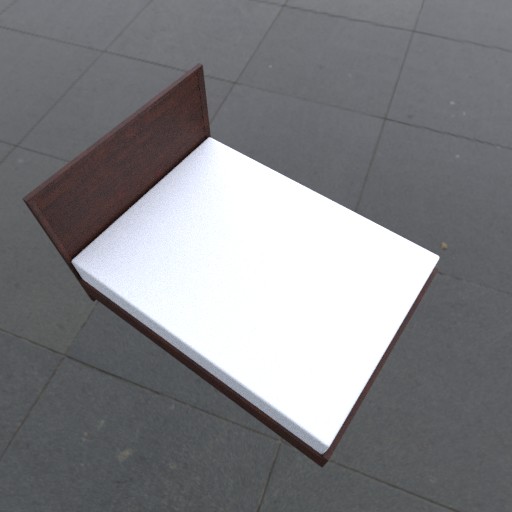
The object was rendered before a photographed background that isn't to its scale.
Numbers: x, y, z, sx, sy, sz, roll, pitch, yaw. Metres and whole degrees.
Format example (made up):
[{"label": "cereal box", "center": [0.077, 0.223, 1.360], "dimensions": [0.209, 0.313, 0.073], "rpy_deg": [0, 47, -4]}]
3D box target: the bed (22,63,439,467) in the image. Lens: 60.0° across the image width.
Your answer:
[{"label": "bed", "center": [0.000, 0.000, 3.106], "dimensions": [2.184, 1.270, 1.600], "rpy_deg": [31, 62, 18]}]
